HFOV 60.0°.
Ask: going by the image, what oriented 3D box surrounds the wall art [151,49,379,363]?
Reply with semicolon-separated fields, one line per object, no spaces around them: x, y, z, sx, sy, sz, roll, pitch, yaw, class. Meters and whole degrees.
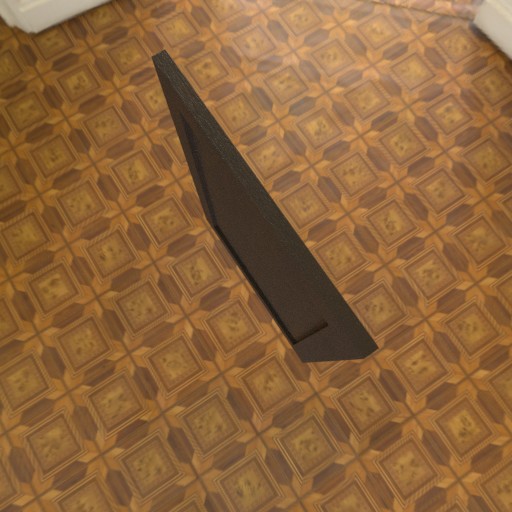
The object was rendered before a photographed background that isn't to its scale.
0.000;0.000;0.664;0.017;0.513;0.359;-33;78;-8;wall art
